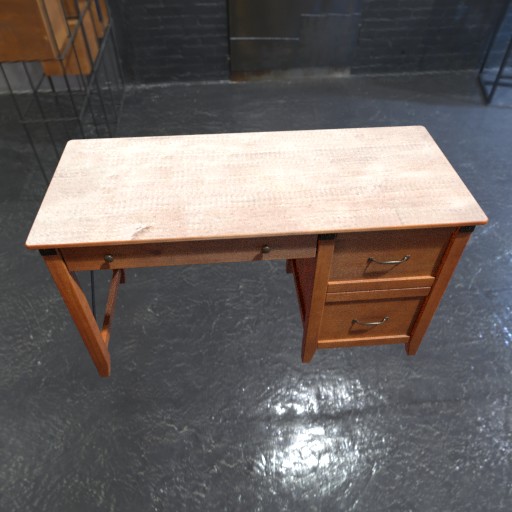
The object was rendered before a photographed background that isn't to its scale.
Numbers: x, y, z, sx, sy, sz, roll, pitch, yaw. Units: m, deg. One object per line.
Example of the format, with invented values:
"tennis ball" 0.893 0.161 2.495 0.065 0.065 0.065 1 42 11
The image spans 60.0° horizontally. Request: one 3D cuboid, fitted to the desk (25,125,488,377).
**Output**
"desk" 0.000 0.000 1.746 1.353 0.756 0.574 -3 45 -3
